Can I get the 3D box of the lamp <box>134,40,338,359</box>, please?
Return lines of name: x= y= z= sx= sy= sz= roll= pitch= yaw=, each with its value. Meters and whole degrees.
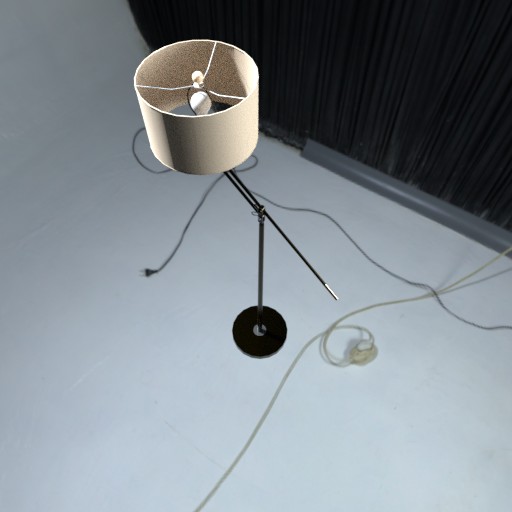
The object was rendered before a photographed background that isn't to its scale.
lamp: x=0.000 y=0.000 z=1.951 sx=0.809 sy=1.635 sz=0.373 roll=31 pitch=62 yaw=18
